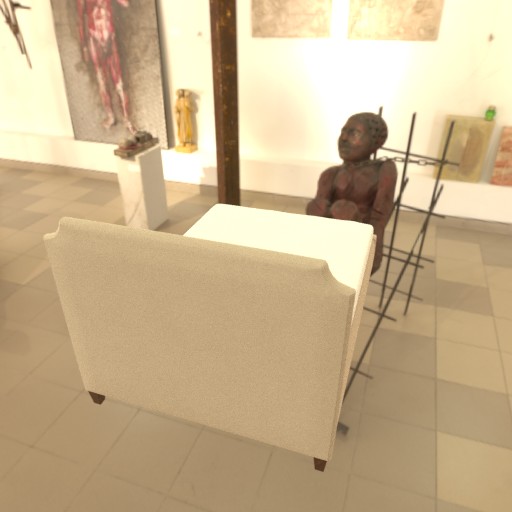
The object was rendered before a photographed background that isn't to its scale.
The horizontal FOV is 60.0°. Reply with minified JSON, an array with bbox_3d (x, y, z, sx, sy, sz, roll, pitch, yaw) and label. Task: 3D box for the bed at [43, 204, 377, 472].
[{"bbox_3d":[0.000,0.000,3.440,1.713,1.443,2.372,10,31,16],"label":"bed"}]
